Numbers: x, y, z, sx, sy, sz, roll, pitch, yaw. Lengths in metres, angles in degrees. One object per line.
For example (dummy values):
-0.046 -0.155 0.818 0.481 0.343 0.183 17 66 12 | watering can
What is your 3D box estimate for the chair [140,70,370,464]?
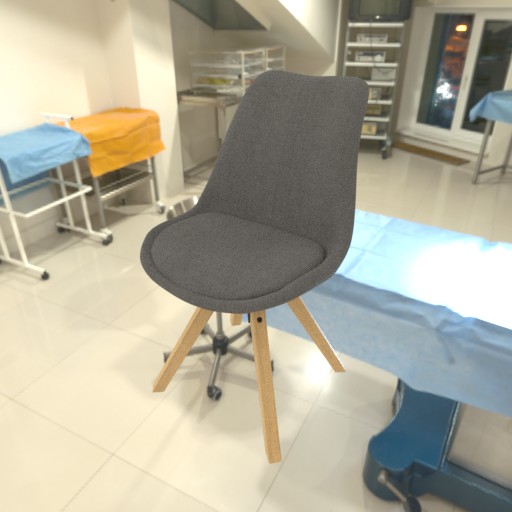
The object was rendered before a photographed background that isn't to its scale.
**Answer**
0.000 0.000 1.172 0.485 0.850 0.550 19 34 30 | chair
